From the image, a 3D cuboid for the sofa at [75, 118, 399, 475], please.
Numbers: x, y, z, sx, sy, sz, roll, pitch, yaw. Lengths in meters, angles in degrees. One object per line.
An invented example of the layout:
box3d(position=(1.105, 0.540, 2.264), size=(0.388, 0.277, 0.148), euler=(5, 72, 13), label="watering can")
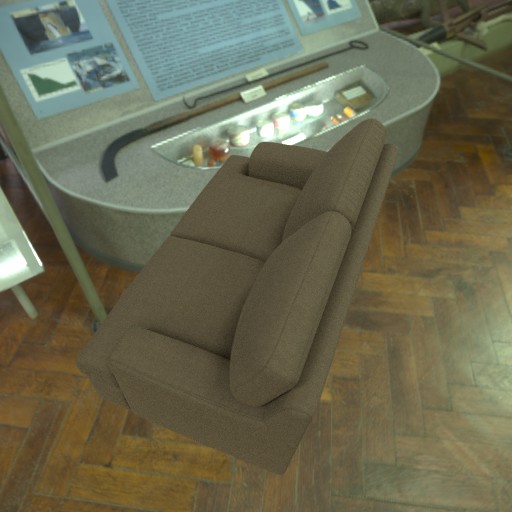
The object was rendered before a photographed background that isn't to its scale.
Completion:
box3d(position=(0.000, 0.000, 2.444), size=(1.140, 0.950, 1.869), euler=(16, 49, 15), label="sofa")
